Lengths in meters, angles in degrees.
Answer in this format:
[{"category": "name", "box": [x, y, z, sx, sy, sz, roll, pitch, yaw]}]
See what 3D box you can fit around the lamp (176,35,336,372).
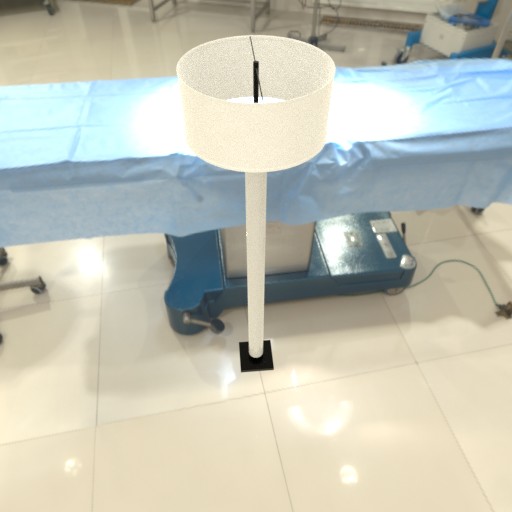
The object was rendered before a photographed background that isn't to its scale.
[{"category": "lamp", "box": [0.000, 0.000, 1.696, 0.420, 1.475, 0.420, -4, 46, -3]}]
